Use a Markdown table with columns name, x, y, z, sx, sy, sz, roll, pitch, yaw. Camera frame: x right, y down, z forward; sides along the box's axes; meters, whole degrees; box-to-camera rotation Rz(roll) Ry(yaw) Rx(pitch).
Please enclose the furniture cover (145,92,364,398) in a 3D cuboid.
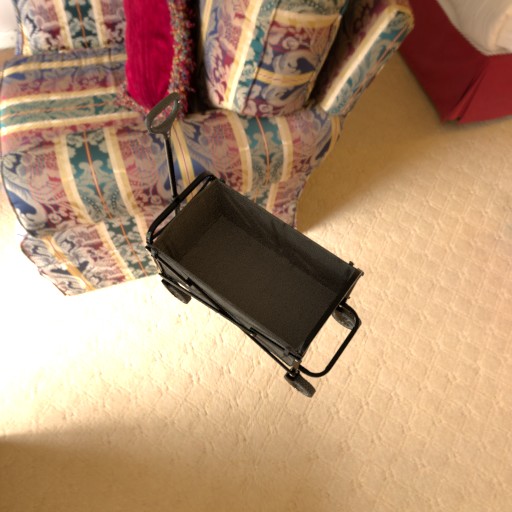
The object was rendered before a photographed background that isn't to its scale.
| name | x | y | z | sx | sy | sz | roll | pitch | yaw |
| --- | --- | --- | --- | --- | --- | --- | --- | --- | --- |
| furniture cover | 0.000 | 0.000 | 1.874 | 1.038 | 1.295 | 0.532 | 34 | 69 | 15 |
